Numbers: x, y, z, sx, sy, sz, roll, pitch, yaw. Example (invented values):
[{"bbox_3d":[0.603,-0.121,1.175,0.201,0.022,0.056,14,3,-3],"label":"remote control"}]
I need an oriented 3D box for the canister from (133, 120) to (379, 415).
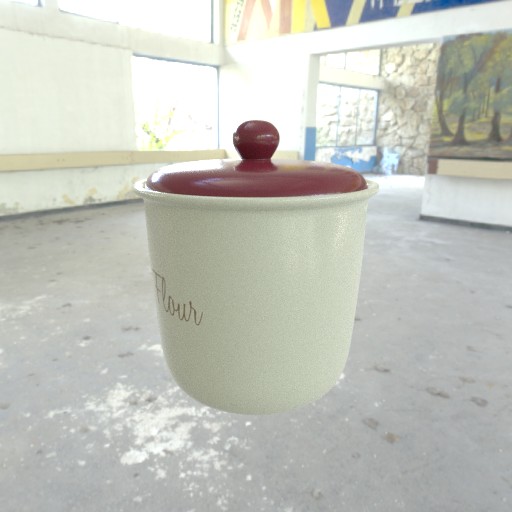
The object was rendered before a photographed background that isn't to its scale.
[{"bbox_3d":[0.000,0.000,0.354,0.182,0.208,0.182,0,16,0],"label":"canister"}]
